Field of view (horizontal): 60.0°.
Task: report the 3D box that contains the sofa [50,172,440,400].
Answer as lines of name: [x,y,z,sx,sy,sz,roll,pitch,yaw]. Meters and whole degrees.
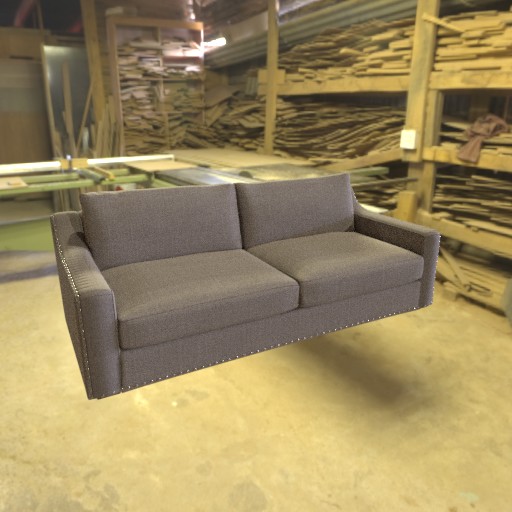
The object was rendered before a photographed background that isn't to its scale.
sofa: [0.000,0.000,2.754,2.208,0.857,1.000,-9,20,-27]
